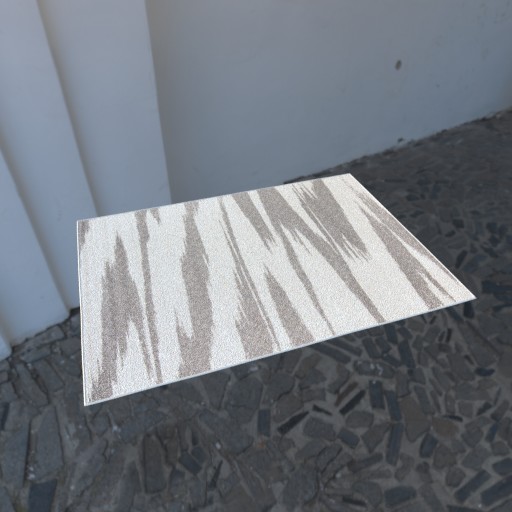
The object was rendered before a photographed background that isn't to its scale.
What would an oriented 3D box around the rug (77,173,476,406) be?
[{"bbox_3d":[0.000,0.000,2.814,2.142,0.010,1.533,-12,41,-14],"label":"rug"}]
